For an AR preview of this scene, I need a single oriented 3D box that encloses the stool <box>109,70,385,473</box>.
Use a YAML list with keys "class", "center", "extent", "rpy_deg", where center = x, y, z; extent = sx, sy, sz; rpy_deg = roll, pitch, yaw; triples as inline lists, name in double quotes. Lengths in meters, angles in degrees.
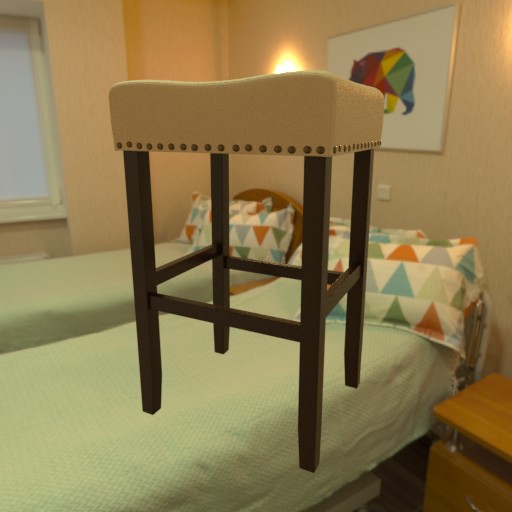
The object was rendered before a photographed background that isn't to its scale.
- class: "stool"
  center: [0.000, 0.000, 1.047]
  extent: [0.471, 0.762, 0.401]
  rpy_deg: [8, 18, 25]
